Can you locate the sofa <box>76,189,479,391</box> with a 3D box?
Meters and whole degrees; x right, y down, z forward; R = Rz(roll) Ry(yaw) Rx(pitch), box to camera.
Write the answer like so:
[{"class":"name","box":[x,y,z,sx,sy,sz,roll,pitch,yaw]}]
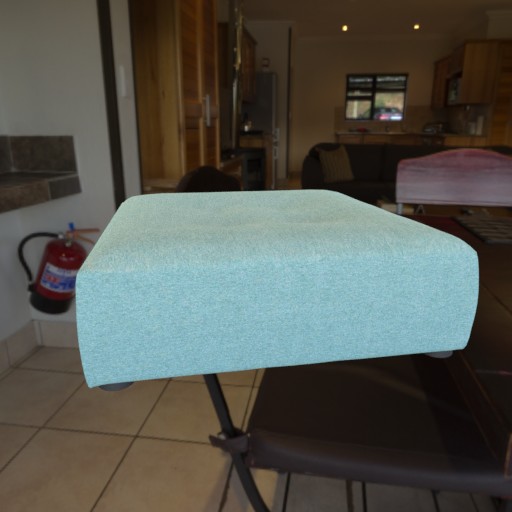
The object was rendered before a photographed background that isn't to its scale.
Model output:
[{"class":"sofa","box":[0.000,0.000,1.440,0.930,0.330,0.930,-3,16,-10]}]
